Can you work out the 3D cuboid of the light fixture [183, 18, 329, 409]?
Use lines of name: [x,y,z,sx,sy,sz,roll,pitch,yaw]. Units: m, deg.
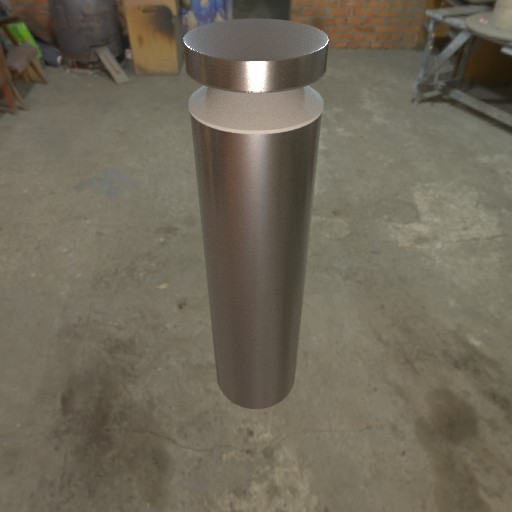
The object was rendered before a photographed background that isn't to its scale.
light fixture: [0.000,0.000,0.437,0.102,0.400,0.102,-26,48,-27]
